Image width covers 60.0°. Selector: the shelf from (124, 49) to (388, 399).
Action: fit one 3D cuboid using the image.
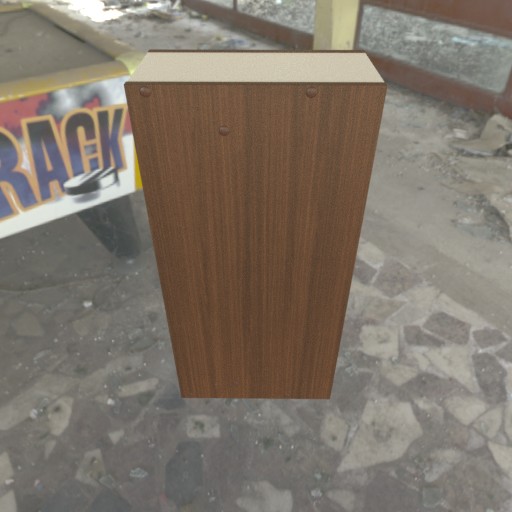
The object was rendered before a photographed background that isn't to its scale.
[{"bbox_3d":[0.000,0.000,0.731,0.290,0.600,0.147,0,39,0],"label":"shelf"}]
